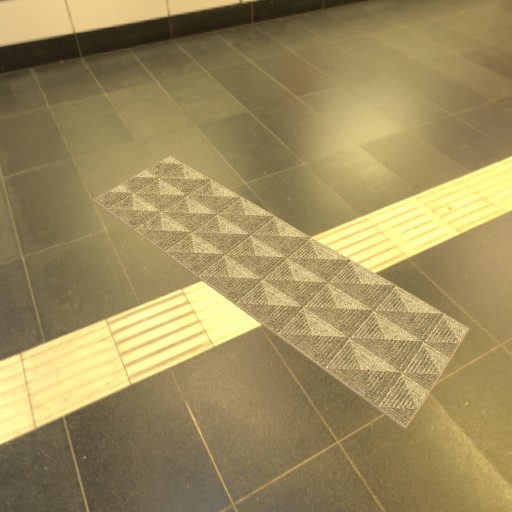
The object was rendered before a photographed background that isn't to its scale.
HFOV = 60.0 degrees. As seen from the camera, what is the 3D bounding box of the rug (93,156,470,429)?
[{"bbox_3d":[0.000,0.000,2.442,2.182,0.015,0.645,33,55,27],"label":"rug"}]
